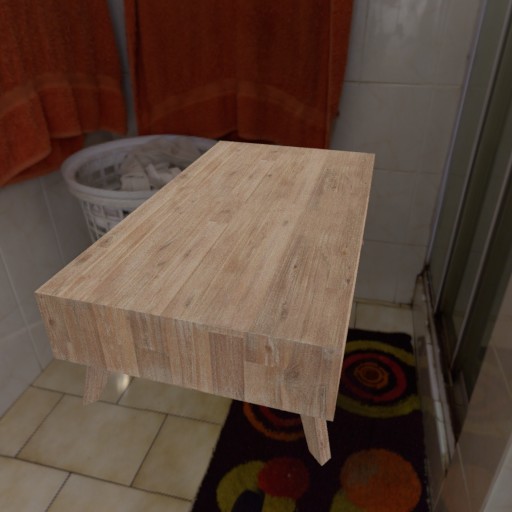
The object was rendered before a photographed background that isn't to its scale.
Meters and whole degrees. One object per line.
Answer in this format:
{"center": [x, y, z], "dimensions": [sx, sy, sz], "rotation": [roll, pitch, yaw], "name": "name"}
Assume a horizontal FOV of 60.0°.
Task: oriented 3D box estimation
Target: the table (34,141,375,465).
{"center": [0.000, 0.000, 2.010], "dimensions": [0.918, 0.531, 1.619], "rotation": [8, 32, 14], "name": "table"}
